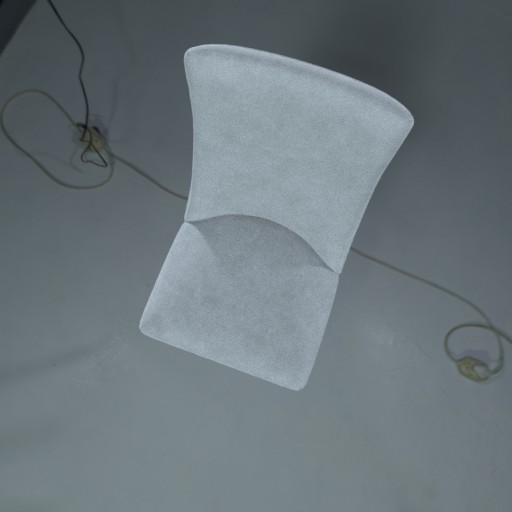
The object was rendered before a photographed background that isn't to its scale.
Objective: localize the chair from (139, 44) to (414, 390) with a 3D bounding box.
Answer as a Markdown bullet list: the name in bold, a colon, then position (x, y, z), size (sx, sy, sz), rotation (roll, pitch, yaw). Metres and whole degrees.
- **chair**: position (0.000, 0.000, 1.233), size (0.495, 0.902, 0.610), rotation (19, 76, 5)
